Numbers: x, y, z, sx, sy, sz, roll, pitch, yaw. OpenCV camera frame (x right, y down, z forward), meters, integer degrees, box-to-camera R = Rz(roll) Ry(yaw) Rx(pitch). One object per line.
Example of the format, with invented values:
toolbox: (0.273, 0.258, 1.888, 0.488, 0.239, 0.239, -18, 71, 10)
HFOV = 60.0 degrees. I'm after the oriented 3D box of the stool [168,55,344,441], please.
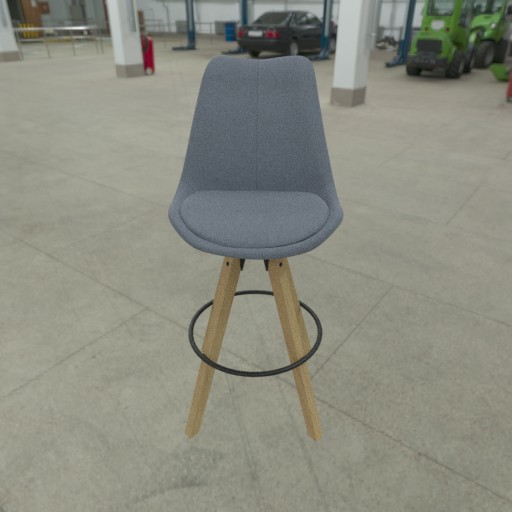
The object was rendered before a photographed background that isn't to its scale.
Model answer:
stool: (0.000, 0.000, 1.401, 0.485, 1.115, 0.550, 1, 29, 1)
